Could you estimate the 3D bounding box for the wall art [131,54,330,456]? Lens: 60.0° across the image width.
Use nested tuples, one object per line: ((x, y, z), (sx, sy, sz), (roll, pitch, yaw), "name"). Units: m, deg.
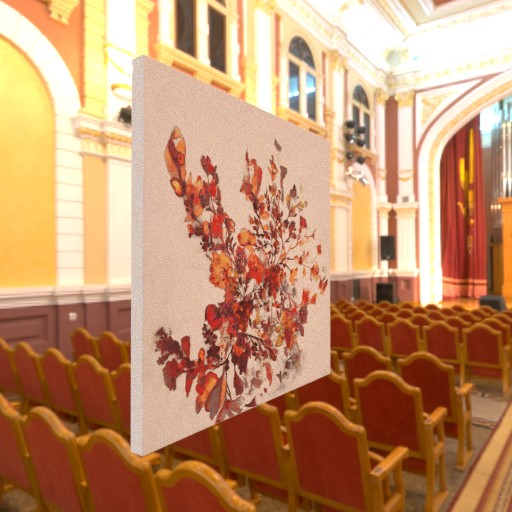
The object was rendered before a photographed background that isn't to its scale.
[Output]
((0.000, 0.000, 1.146), (0.037, 0.757, 0.757), (0, -1, 37), "wall art")
